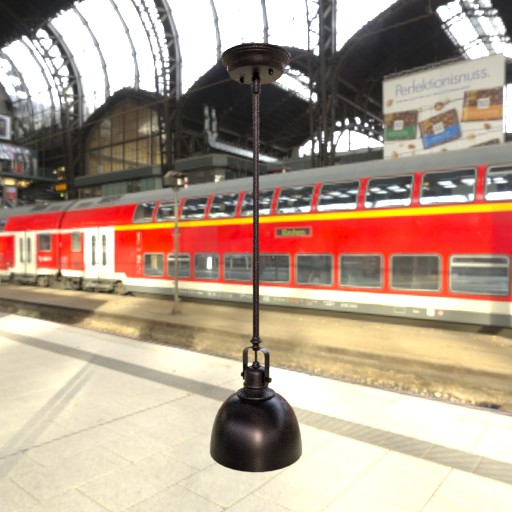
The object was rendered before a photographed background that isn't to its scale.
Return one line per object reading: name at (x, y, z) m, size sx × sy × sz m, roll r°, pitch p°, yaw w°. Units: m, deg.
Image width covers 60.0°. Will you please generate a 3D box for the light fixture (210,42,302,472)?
light fixture at (0.000, 0.000, 0.869) m, size 0.182 × 0.768 × 0.182 m, roll 1°, pitch 1°, yaw 37°
